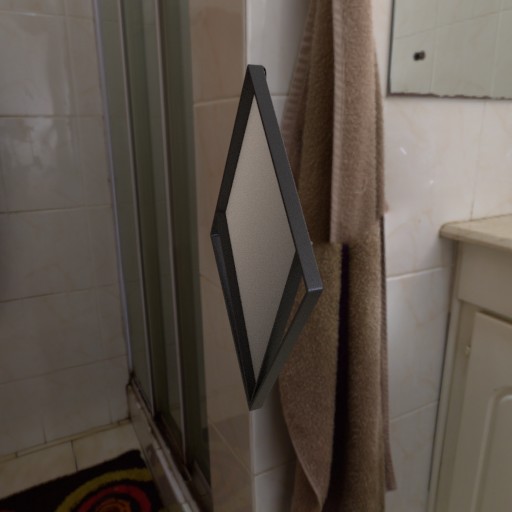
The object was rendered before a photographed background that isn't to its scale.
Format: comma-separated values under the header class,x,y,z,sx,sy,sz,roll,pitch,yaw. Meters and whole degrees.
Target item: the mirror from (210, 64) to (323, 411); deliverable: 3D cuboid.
class,x,y,z,sx,sy,sz,roll,pitch,yaw
mirror,0.000,0.000,0.850,0.032,0.679,0.419,-8,18,-25
